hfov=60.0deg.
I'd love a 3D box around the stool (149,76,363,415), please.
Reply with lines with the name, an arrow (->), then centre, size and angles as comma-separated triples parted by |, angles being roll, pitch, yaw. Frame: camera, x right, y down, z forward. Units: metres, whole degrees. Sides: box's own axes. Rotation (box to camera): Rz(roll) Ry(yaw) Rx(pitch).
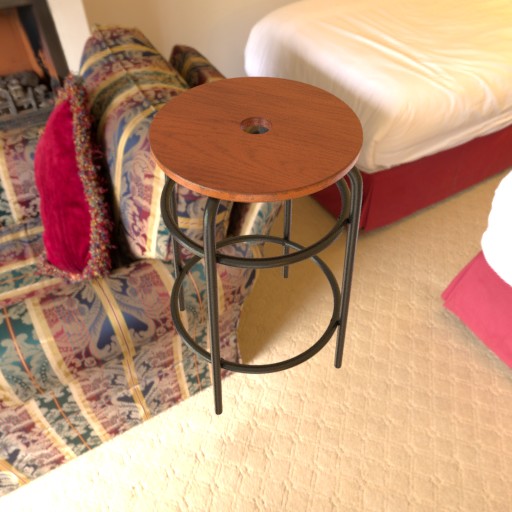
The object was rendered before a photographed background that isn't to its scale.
stool -> 0.000, 0.000, 0.923 | 0.455, 0.610, 0.455 | 17, 50, 15
